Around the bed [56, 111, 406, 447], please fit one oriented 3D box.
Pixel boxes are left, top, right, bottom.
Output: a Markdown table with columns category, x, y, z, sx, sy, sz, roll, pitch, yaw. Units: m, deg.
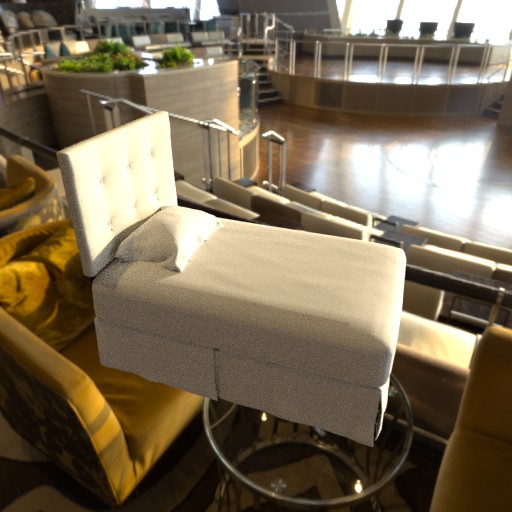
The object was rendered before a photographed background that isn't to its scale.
| category | x | y | z | sx | sy | sz | roll | pitch | yaw |
| --- | --- | --- | --- | --- | --- | --- | --- | --- | --- |
| bed | 0.000 | 0.000 | 3.018 | 1.997 | 1.571 | 1.261 | 10 | 32 | 17 |
